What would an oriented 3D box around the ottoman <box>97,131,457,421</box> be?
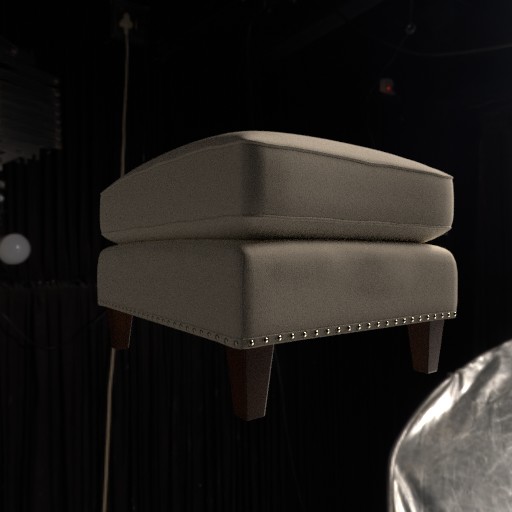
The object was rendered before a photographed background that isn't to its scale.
[{"bbox_3d":[0.000,0.000,1.112,0.584,0.513,0.741,0,0,-35],"label":"ottoman"}]
